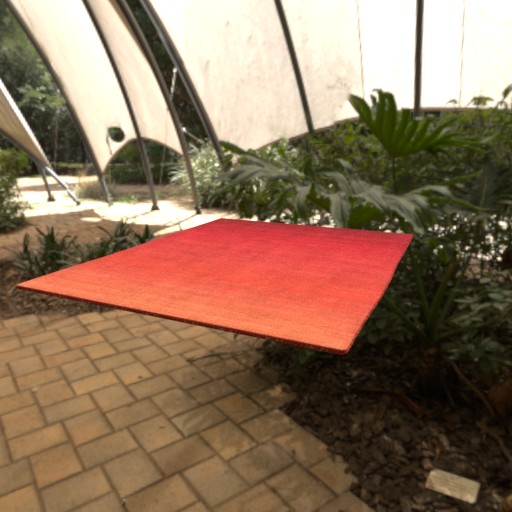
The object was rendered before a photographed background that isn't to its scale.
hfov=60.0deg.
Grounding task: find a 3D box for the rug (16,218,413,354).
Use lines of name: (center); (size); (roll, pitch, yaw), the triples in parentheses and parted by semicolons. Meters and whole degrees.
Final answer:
rug: (0.000, 0.000, 3.856); (2.340, 0.028, 2.905); (7, 17, 24)
